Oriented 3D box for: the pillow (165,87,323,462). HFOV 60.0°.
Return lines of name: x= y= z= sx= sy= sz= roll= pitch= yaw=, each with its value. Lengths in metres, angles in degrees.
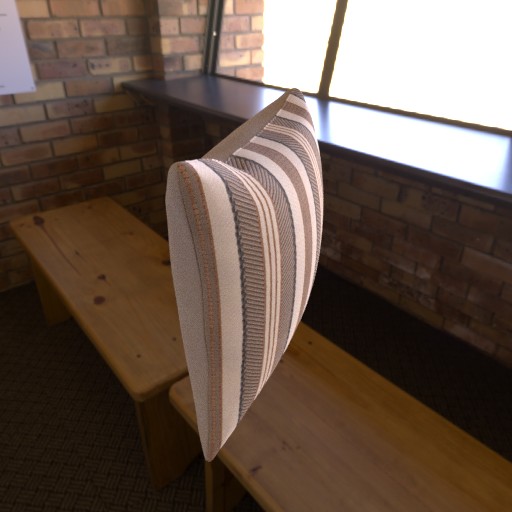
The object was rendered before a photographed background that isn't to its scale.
pillow: x=0.000 y=0.000 z=0.639 sx=0.173 sy=0.401 sz=0.416 roll=9 pitch=31 yaw=16
